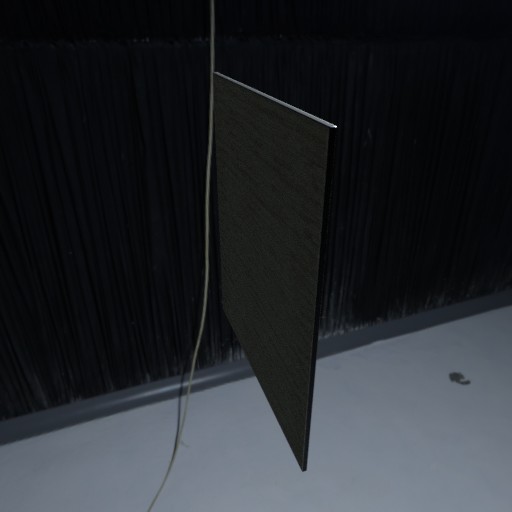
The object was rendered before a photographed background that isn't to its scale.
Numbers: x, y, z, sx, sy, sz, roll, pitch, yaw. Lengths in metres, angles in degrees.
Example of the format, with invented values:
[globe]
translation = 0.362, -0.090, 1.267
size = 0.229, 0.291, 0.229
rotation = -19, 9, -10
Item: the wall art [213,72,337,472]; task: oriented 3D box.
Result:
[wall art]
translation = 0.000, 0.000, 0.792
size = 0.009, 0.559, 0.483
rotation = -10, 31, -17
